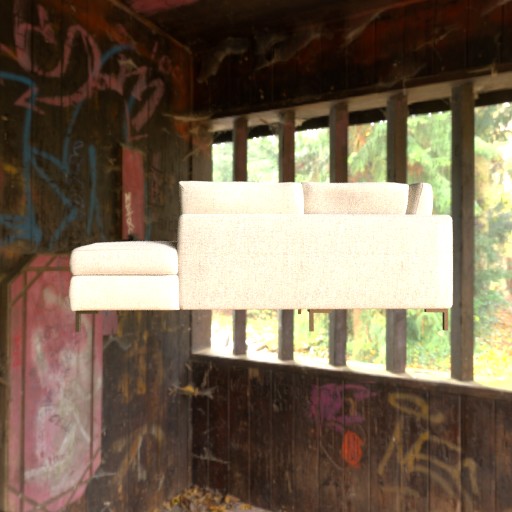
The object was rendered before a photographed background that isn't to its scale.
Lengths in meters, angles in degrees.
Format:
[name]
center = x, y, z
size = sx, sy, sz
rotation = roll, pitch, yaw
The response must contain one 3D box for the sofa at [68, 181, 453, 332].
[sofa]
center = 0.000, 0.000, 3.483
size = 1.879, 0.756, 2.737
rotation = 0, 0, -1
